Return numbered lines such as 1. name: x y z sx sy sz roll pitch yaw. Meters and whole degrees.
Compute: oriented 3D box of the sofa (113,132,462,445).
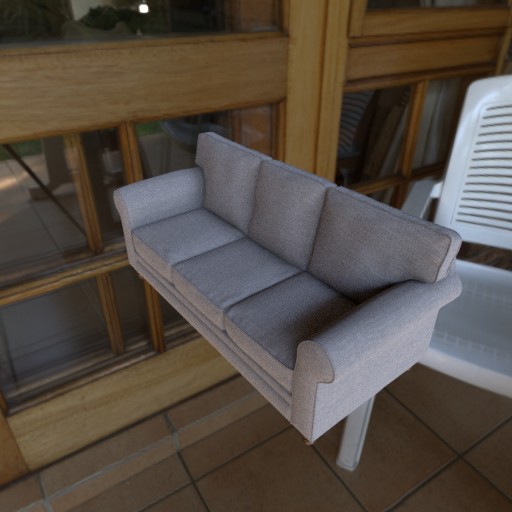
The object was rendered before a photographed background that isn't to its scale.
1. sofa: 0.000 0.000 2.651 0.916 0.961 2.084 -23 38 -32
